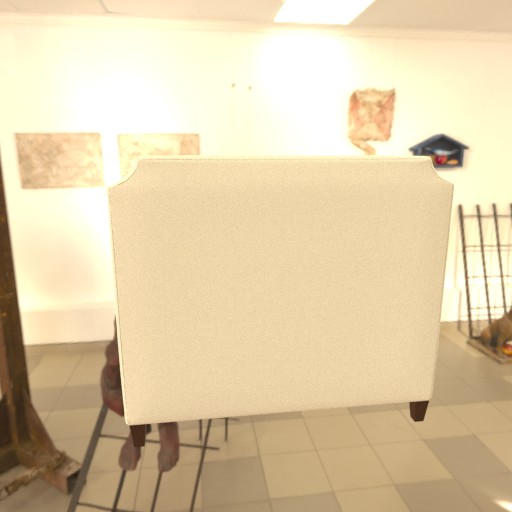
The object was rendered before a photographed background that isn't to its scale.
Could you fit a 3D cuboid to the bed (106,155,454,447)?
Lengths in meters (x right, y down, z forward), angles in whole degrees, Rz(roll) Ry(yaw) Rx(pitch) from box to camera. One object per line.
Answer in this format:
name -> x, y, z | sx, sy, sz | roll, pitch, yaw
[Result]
bed -> 0.000, 0.000, 3.366 | 1.712, 1.497, 2.372 | -2, 13, -8
